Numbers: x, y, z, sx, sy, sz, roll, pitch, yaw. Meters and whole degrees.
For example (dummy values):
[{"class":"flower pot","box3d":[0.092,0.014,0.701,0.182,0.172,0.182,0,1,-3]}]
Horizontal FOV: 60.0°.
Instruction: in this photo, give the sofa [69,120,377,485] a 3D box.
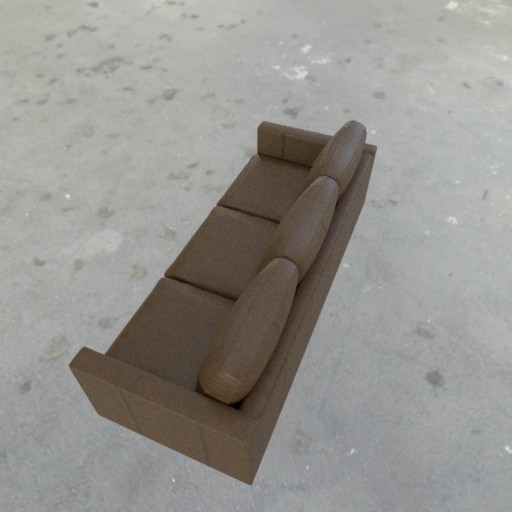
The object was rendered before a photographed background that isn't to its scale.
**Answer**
[{"class":"sofa","box3d":[0.000,0.000,2.677,0.903,0.930,2.231,17,49,16]}]
